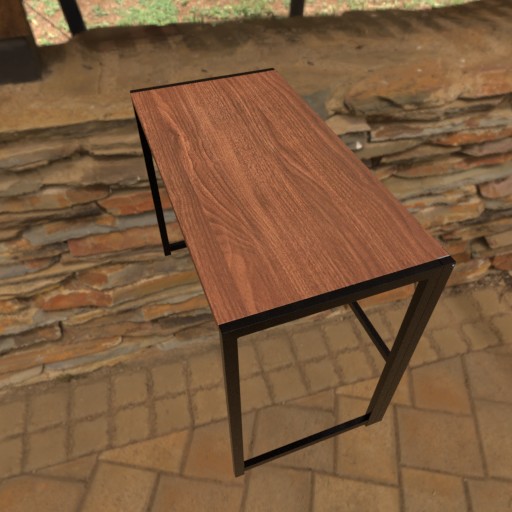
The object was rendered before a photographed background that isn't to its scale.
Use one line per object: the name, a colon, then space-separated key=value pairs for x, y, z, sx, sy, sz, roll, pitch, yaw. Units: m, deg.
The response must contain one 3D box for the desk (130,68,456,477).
desk: x=0.000 y=0.000 z=1.455 sx=0.508 sy=0.762 sz=1.016 roll=-15 pitch=48 yaw=-14
